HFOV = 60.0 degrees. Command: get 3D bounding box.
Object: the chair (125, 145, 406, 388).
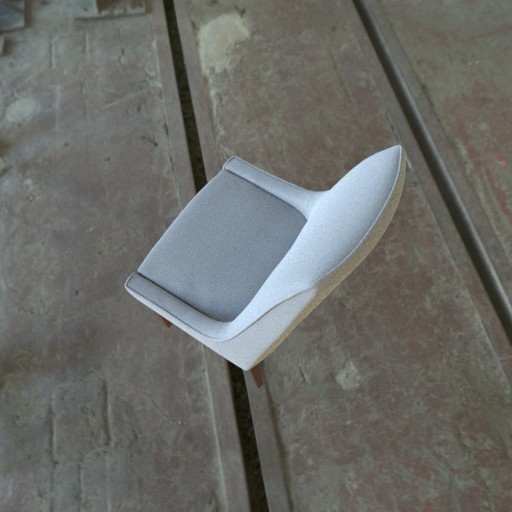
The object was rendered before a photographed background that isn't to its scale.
[{"bbox_3d":[0.000,0.000,1.210,0.544,0.861,0.529,30,68,14],"label":"chair"}]
